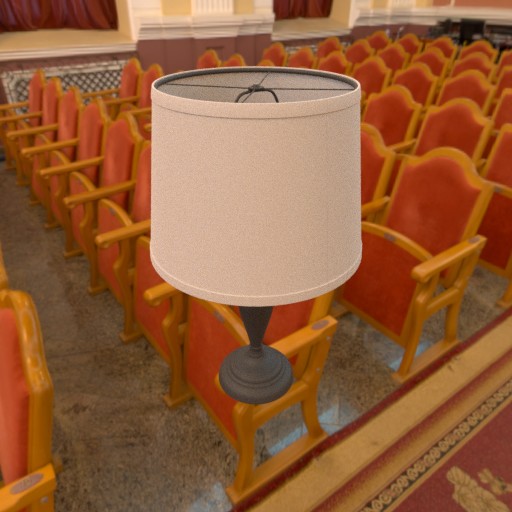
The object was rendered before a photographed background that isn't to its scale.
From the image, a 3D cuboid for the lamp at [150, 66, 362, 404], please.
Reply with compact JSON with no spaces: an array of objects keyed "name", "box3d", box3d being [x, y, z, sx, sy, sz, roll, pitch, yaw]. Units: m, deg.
[{"name":"lamp","box3d":[0.000,0.000,0.674,0.310,0.501,0.310,0,31,0]}]
